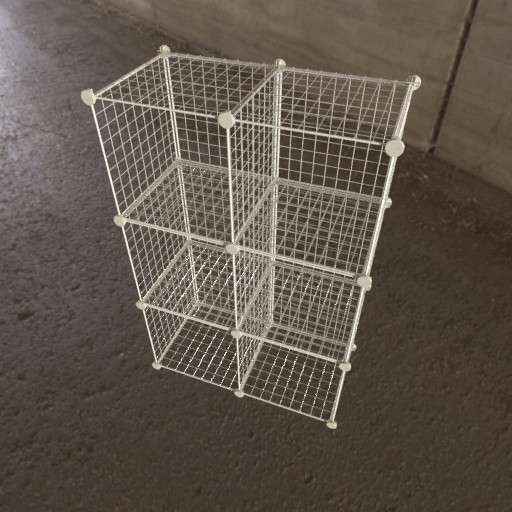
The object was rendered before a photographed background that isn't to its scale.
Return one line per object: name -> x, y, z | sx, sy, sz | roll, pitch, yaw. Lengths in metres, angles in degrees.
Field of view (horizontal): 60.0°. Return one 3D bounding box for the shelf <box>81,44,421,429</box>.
shelf -> 0.000, 0.000, 1.374 | 0.711, 1.067, 0.356 | 14, 43, 15
